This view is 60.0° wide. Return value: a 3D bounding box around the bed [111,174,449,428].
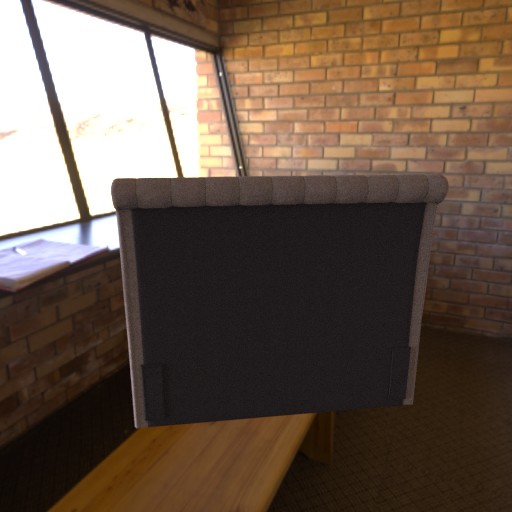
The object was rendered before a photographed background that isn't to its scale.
[{"bbox_3d":[0.000,0.000,3.346,1.645,1.371,2.252,-2,15,-8],"label":"bed"}]
